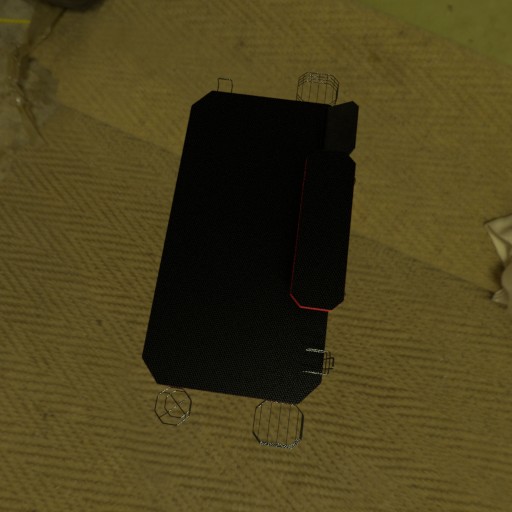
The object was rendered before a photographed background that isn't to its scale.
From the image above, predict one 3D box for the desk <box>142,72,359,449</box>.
[{"bbox_3d":[0.000,0.000,1.745,0.588,0.913,1.280,8,76,2],"label":"desk"}]
